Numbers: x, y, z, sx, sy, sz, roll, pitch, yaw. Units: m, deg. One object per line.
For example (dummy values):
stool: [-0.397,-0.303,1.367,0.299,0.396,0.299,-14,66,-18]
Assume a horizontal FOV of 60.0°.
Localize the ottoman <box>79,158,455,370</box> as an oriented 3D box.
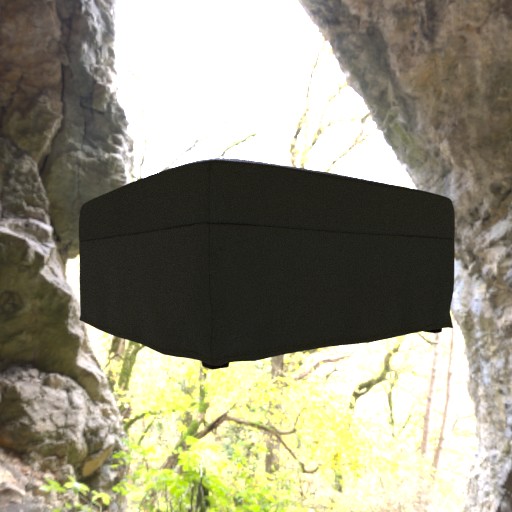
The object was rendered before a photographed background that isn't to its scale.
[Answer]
ottoman: [0.000,0.000,1.345,0.843,0.441,0.842,1,-1,-37]
